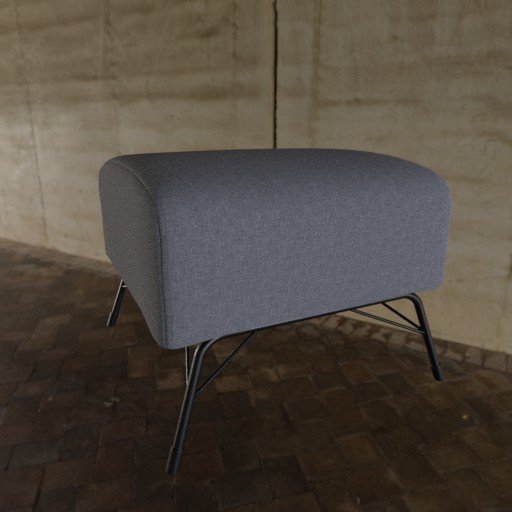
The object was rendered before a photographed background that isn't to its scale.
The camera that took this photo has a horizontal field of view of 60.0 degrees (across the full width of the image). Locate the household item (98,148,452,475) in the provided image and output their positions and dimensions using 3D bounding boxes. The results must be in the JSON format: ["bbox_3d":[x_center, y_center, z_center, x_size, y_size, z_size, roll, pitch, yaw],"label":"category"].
[{"bbox_3d":[0.000,0.000,0.880,0.530,0.410,0.530,-8,19,-25],"label":"household item"}]
